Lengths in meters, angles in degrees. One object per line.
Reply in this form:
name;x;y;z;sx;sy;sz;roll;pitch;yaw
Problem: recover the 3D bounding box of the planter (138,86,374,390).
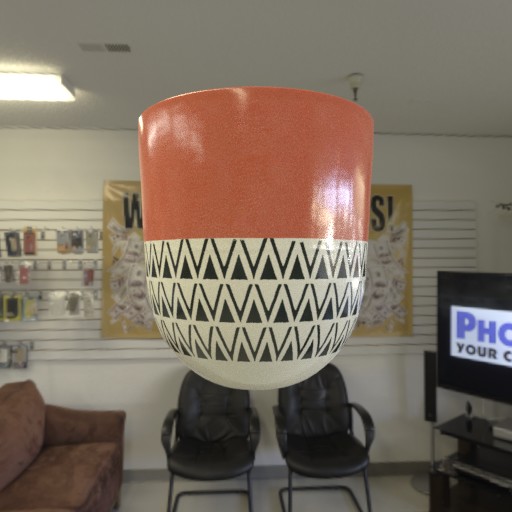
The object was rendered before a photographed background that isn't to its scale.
planter;0.000;0.000;0.378;0.195;0.214;0.195;0;-1;0
